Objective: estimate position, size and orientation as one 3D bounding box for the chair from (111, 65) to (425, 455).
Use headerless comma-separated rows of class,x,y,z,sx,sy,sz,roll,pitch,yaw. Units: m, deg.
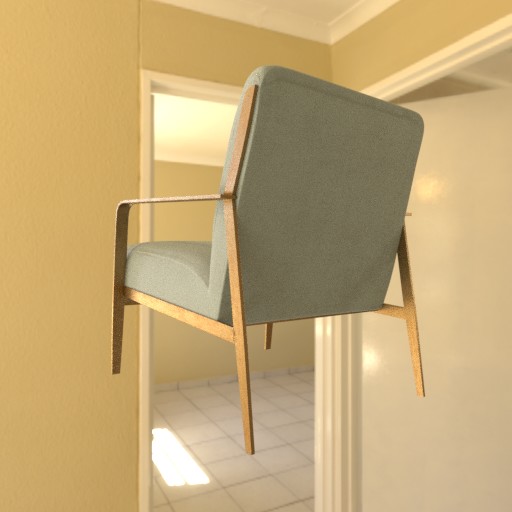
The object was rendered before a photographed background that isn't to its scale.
chair,0.000,0.000,1.426,0.701,0.824,0.842,0,0,-37
